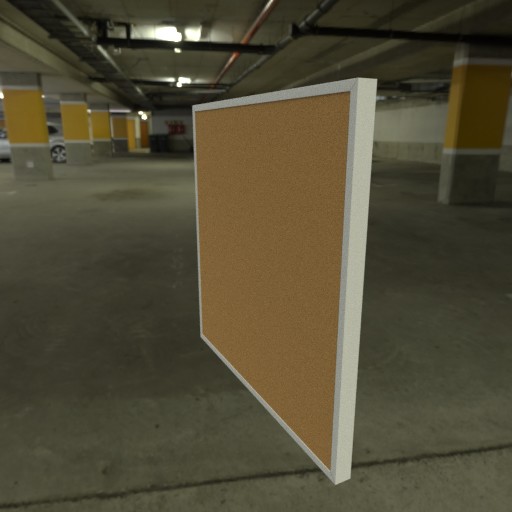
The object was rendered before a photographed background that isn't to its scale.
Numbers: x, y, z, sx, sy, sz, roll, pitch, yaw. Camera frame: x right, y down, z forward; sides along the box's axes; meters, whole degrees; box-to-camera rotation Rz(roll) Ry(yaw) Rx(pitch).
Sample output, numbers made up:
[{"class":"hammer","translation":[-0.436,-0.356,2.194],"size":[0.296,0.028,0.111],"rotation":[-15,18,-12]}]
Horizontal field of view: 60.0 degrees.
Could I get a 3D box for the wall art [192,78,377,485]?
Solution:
[{"class":"wall art","translation":[0.000,0.000,1.122],"size":[0.038,0.762,0.762],"rotation":[-8,17,-26]}]
